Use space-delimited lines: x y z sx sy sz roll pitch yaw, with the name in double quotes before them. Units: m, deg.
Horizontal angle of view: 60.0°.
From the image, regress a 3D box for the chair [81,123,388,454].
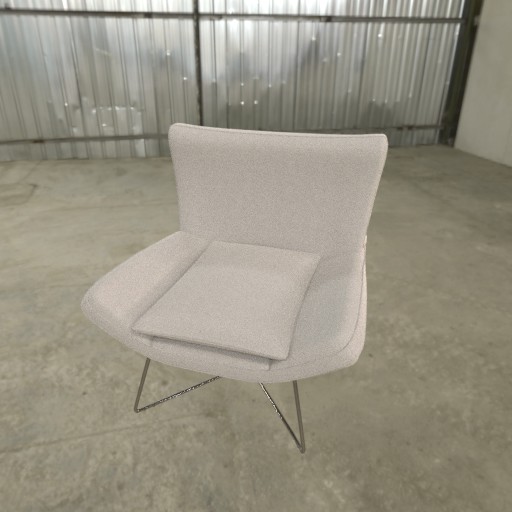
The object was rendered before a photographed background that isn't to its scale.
"chair" 0.000 0.000 1.659 0.859 0.855 1.008 8 27 15
